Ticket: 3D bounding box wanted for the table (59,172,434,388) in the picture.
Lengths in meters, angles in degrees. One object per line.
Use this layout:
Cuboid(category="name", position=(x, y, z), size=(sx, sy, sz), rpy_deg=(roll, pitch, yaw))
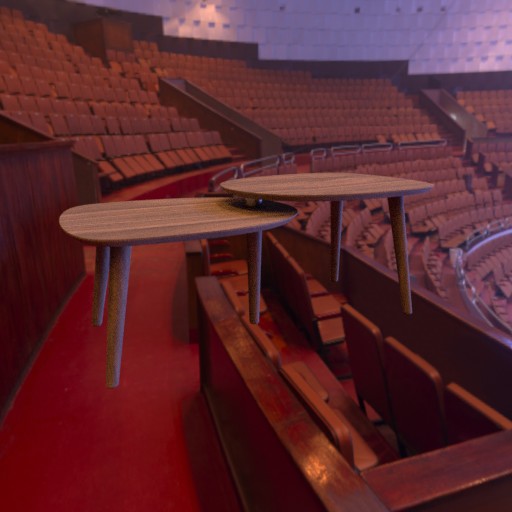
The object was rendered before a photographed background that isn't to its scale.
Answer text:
Cuboid(category="table", position=(0.000, 0.000, 1.367), size=(1.084, 0.429, 0.527), rpy_deg=(-8, 18, -26))
